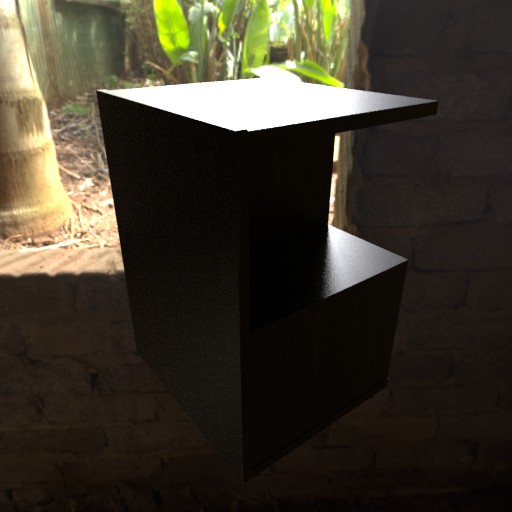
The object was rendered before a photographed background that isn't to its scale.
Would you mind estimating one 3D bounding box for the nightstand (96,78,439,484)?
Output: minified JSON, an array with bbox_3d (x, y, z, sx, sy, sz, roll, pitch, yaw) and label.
[{"bbox_3d":[0.000,0.000,0.809,0.356,0.559,0.400,-19,33,-32],"label":"nightstand"}]
